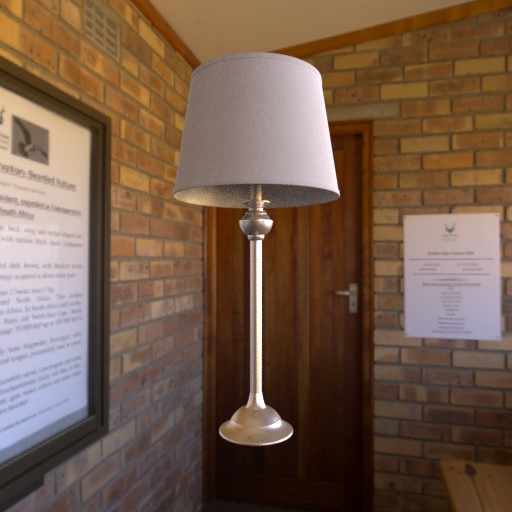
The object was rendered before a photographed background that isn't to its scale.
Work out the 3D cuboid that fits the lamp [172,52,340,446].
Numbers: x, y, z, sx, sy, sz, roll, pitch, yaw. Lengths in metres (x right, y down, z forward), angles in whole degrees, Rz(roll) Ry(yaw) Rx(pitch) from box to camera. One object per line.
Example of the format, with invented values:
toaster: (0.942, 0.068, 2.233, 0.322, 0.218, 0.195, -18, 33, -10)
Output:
lamp: (0.000, 0.000, 0.889, 0.331, 0.698, 0.331, 0, -1, 0)
